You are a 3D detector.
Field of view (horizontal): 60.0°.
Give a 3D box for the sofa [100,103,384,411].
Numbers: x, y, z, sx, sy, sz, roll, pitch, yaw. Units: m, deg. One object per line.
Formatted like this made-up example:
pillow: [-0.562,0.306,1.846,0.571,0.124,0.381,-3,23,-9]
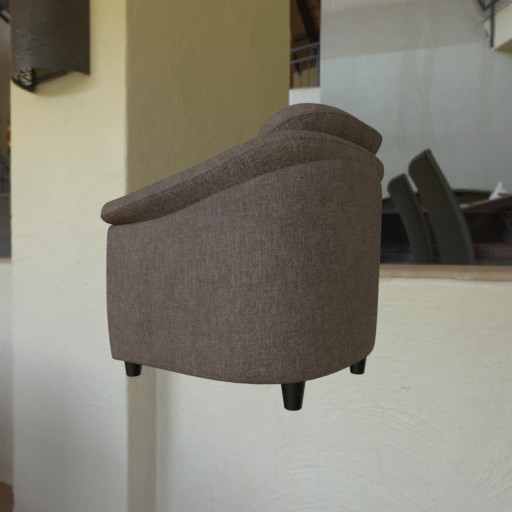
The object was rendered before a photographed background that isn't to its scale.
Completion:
sofa: [0.000,0.000,1.523,0.794,0.811,0.870,0,1,36]
